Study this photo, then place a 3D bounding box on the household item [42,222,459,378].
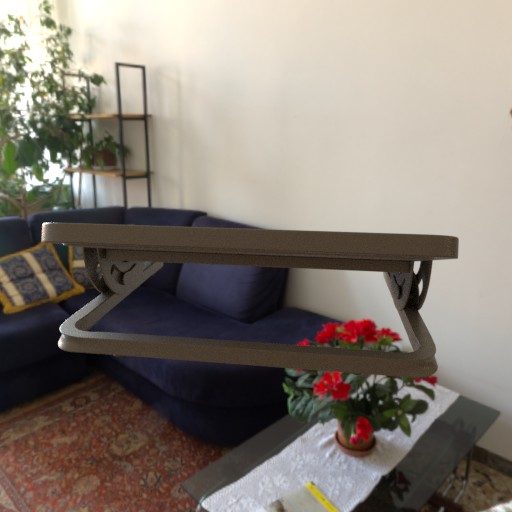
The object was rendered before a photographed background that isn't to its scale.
[{"bbox_3d":[0.000,0.000,0.532,0.390,0.126,0.301,2,16,8],"label":"household item"}]
